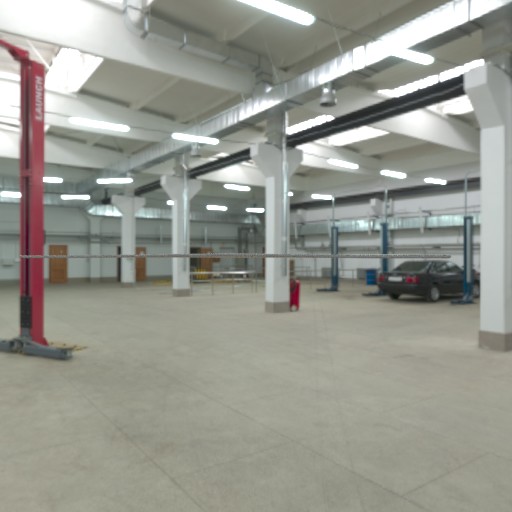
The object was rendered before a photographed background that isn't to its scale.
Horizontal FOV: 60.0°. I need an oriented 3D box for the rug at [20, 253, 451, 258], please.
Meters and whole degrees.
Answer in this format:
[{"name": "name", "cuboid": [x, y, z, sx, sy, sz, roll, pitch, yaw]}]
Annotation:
[{"name": "rug", "cuboid": [0.000, 0.000, 4.202, 3.202, 0.045, 2.434, 0, 0, 19]}]
